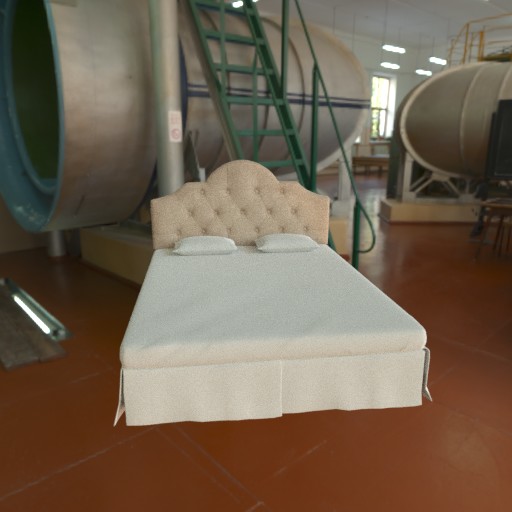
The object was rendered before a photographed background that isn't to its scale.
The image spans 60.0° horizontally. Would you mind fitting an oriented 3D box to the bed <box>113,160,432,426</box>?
[{"bbox_3d":[0.000,0.000,3.047,1.667,1.194,1.970,-2,15,-7],"label":"bed"}]
